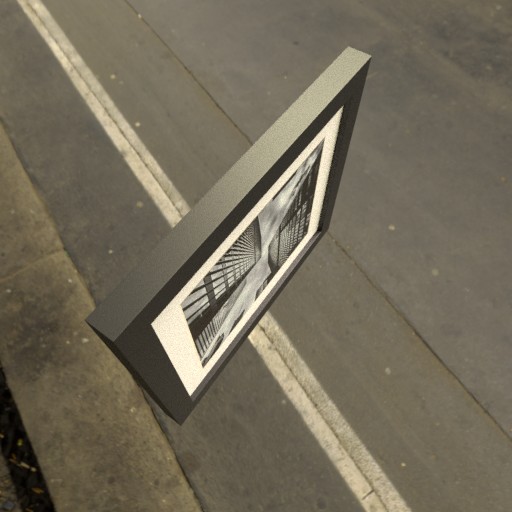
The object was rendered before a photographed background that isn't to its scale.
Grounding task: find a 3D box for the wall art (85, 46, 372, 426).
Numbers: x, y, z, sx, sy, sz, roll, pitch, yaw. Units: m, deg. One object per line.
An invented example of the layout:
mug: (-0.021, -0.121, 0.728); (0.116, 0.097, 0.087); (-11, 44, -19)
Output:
wall art: (0.000, 0.000, 0.525); (0.028, 0.321, 0.381); (31, 64, 17)
